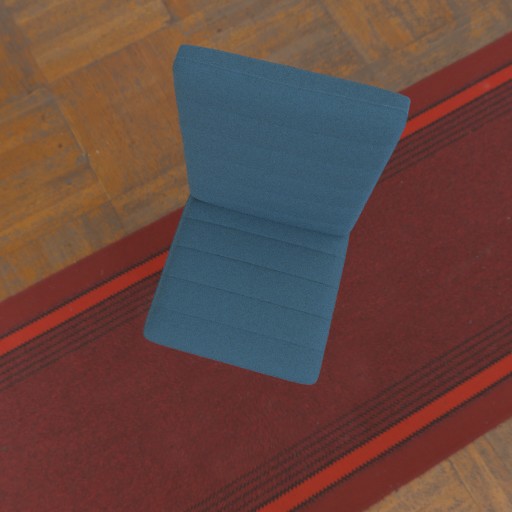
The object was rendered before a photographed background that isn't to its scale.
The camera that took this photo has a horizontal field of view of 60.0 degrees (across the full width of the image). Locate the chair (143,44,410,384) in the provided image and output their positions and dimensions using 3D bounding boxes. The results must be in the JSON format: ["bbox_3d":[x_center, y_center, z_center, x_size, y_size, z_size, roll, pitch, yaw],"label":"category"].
[{"bbox_3d":[0.000,0.000,1.299,0.520,0.930,0.634,15,77,4],"label":"chair"}]
